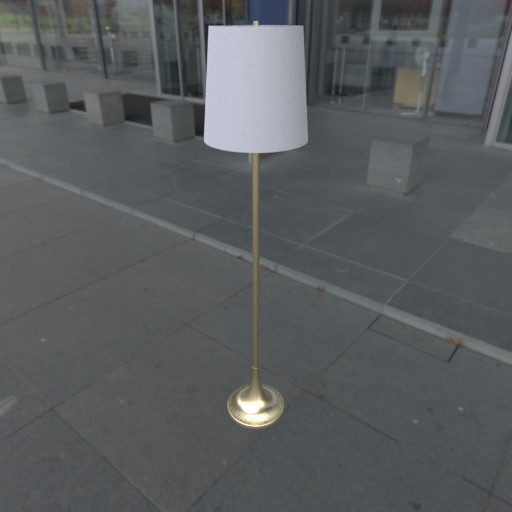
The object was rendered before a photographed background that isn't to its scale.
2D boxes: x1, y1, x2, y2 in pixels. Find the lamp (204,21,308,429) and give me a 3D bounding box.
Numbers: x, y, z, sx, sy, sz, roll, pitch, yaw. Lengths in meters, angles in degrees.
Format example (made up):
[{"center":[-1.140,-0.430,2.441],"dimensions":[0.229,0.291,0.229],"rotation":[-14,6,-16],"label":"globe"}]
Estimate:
[{"center":[0.000,0.000,1.648],"dimensions":[0.337,1.543,0.337],"rotation":[0,28,0],"label":"lamp"}]
